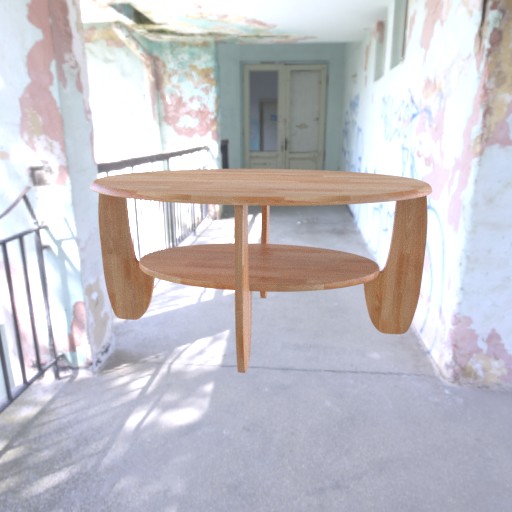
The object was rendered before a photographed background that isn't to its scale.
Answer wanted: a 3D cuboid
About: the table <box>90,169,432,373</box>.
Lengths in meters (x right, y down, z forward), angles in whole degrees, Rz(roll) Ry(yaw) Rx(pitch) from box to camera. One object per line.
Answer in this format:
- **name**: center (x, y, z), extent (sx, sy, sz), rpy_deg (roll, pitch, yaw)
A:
- **table**: center (0.000, 0.000, 1.430), extent (1.040, 0.490, 0.690), rpy_deg (2, 17, 7)
